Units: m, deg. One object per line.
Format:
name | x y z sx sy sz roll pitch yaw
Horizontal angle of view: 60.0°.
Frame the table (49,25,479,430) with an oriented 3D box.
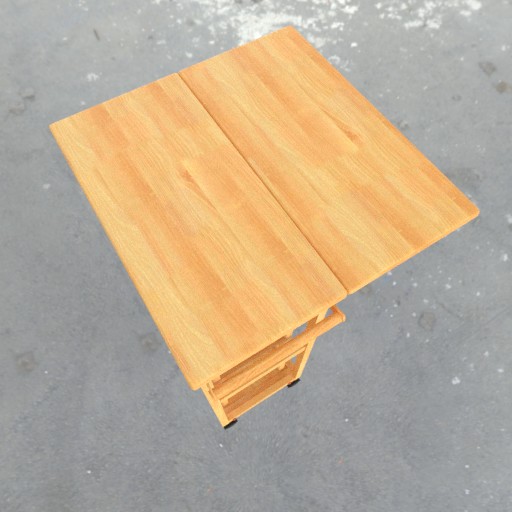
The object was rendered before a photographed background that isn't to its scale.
table | 0.000 0.000 1.352 0.693 0.832 0.752 -29 66 -14
